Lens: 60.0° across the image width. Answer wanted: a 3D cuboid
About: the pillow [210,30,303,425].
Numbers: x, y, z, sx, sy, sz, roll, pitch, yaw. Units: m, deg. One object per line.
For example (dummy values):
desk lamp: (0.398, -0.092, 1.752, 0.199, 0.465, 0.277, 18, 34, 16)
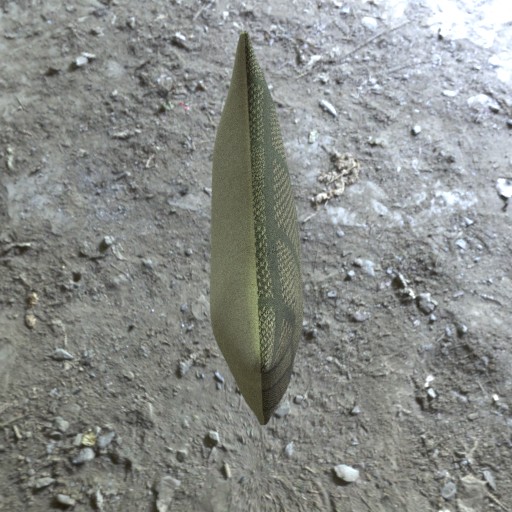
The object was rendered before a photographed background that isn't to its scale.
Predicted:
pillow: (0.000, 0.000, 0.661, 0.138, 0.432, 0.435, -2, 64, -1)
